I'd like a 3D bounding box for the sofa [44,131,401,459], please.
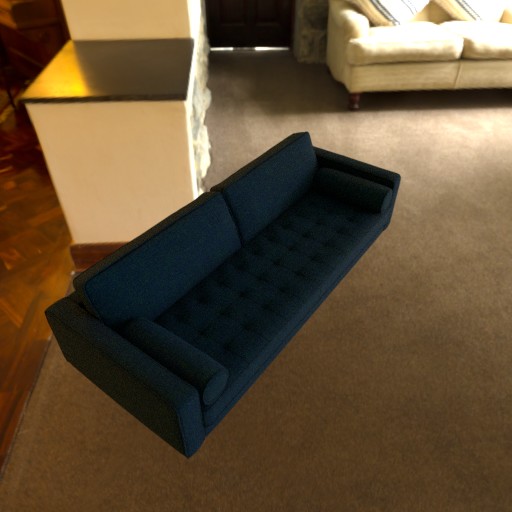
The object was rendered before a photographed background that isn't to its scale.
[{"bbox_3d":[0.000,0.000,2.693,0.914,0.762,2.210,26,47,27],"label":"sofa"}]
